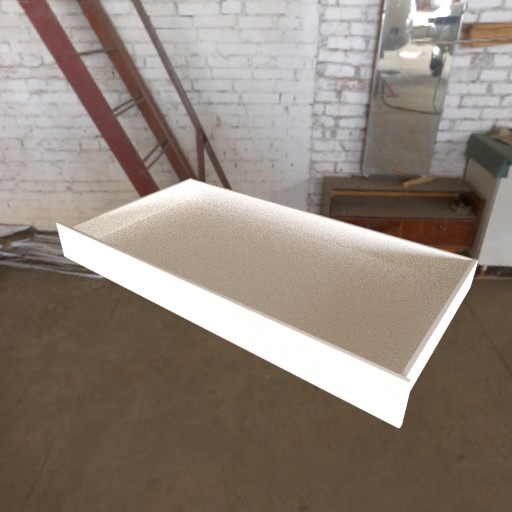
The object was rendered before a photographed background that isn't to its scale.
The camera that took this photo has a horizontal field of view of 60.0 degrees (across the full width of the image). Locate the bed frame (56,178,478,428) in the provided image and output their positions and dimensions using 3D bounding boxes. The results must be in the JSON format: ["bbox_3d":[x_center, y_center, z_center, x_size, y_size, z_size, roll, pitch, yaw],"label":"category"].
[{"bbox_3d":[0.000,0.000,1.529,1.300,0.141,0.670,20,36,31],"label":"bed frame"}]
